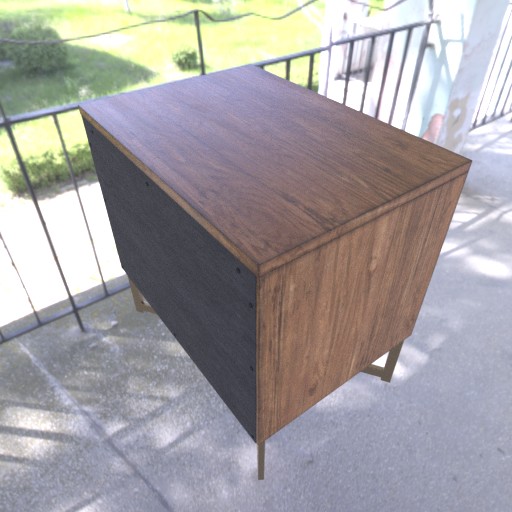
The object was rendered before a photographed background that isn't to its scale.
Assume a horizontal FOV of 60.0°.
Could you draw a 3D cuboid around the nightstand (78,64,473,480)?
[{"bbox_3d":[0.000,0.000,1.004,0.446,0.610,0.610,-26,47,-27],"label":"nightstand"}]
